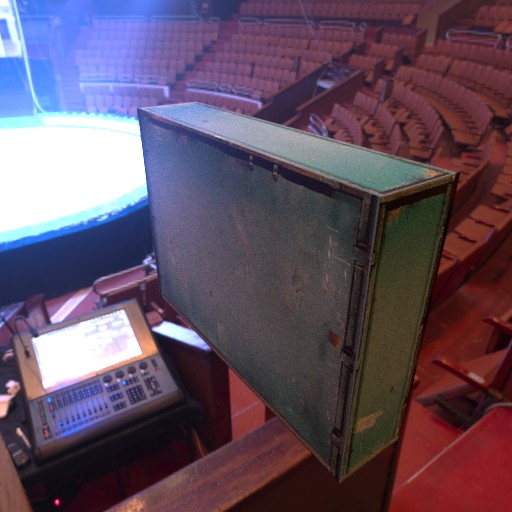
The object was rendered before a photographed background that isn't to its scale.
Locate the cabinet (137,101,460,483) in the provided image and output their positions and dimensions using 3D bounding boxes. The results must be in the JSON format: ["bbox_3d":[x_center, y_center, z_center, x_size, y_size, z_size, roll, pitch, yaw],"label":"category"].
[{"bbox_3d":[0.000,0.000,3.900,0.680,2.160,3.001,-19,33,-31],"label":"cabinet"}]
